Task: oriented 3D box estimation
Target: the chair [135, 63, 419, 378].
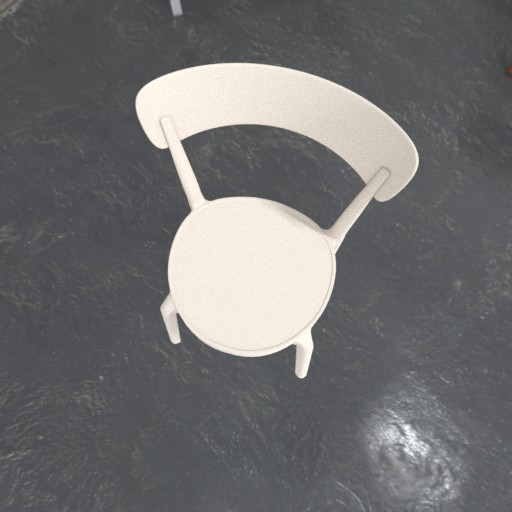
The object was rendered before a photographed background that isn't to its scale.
[{"bbox_3d":[0.000,0.000,1.103,0.506,0.790,0.491,14,75,4],"label":"chair"}]
